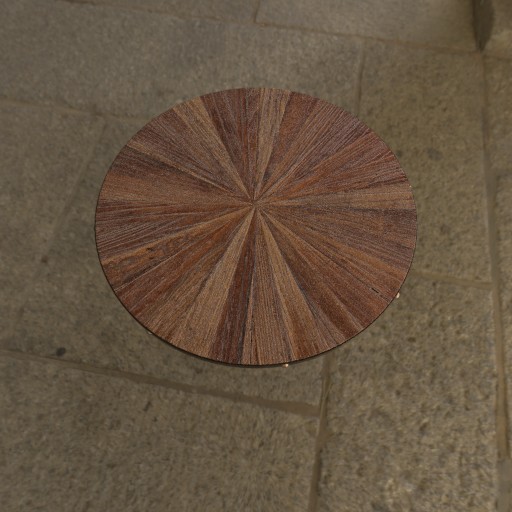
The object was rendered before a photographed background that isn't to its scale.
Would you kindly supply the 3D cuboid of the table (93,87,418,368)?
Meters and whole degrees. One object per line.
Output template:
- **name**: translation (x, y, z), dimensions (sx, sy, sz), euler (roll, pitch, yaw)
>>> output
- **table**: translation (0.000, 0.000, 1.522), dimensions (0.885, 0.658, 0.885), euler (0, 64, 0)
